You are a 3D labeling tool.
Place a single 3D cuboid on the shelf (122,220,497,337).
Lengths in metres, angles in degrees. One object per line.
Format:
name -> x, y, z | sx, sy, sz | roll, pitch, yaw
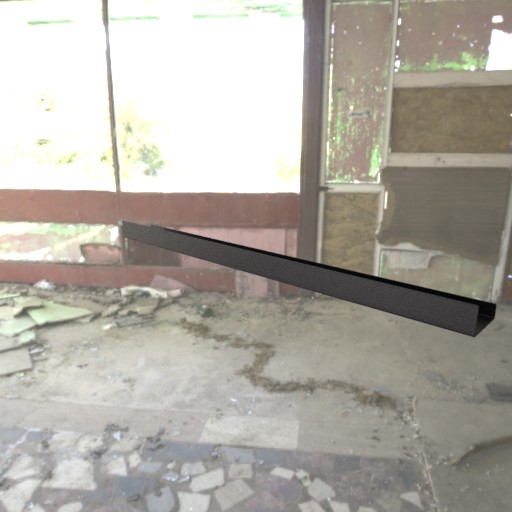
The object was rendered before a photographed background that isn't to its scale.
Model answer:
shelf -> 0.000, 0.000, 0.950 | 0.924, 0.049, 0.092 | 14, 20, 41
